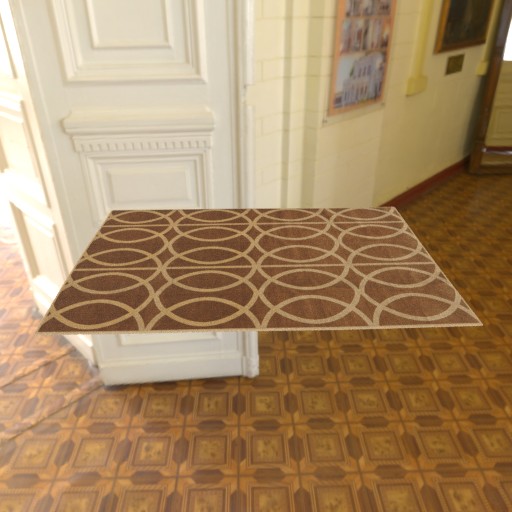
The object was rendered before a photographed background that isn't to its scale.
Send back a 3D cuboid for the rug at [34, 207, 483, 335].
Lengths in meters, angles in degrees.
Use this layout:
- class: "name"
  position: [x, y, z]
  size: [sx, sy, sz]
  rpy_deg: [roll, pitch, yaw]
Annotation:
- class: "rug"
  position: [0.000, 0.000, 2.905]
  size: [2.294, 0.014, 1.528]
  rpy_deg: [-1, 30, -2]
